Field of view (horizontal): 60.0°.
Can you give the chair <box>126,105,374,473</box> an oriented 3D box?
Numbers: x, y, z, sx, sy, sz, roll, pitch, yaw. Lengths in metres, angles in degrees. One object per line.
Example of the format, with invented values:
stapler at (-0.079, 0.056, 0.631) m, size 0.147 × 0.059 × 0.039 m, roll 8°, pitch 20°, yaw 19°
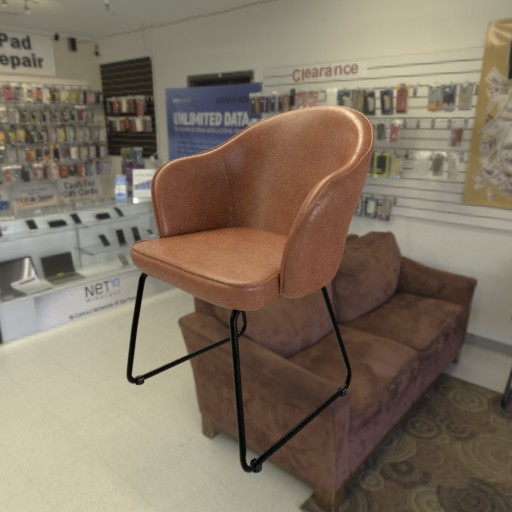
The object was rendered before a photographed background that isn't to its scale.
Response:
chair at (0.000, 0.000, 1.206) m, size 0.582 × 0.785 × 0.580 m, roll 16°, pitch 23°, yaw 42°
